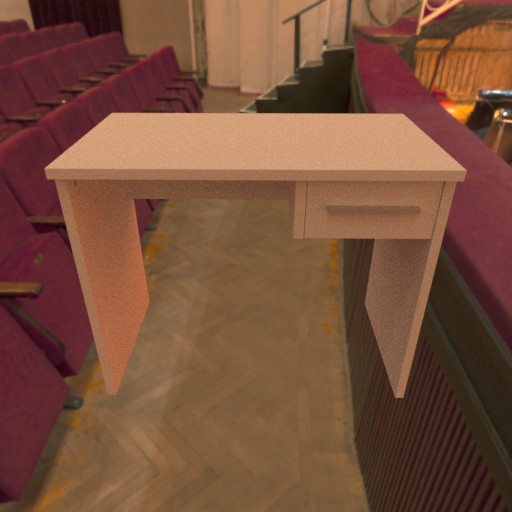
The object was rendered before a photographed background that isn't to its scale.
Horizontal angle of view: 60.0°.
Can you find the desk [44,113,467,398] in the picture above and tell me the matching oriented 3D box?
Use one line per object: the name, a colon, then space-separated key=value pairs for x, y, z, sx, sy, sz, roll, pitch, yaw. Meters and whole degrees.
desk: x=0.000 y=0.000 z=1.344 sx=0.900 sy=0.729 sz=0.498 roll=0 pitch=31 yaw=1
